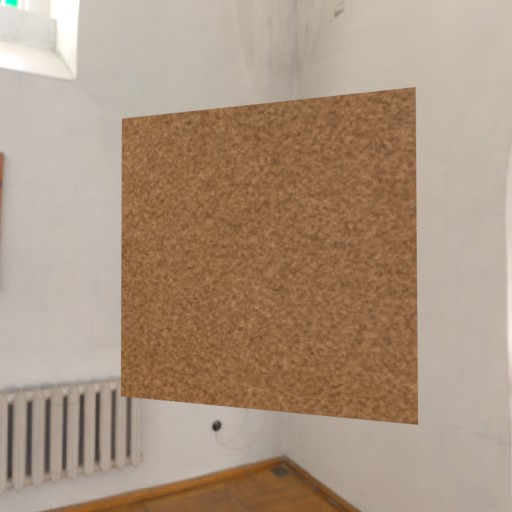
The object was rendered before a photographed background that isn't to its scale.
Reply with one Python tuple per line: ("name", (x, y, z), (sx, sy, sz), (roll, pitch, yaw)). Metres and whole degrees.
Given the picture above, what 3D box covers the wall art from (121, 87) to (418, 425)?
("wall art", (0.000, 0.000, 0.652), (0.446, 0.445, 0.014), (0, -1, 16))
